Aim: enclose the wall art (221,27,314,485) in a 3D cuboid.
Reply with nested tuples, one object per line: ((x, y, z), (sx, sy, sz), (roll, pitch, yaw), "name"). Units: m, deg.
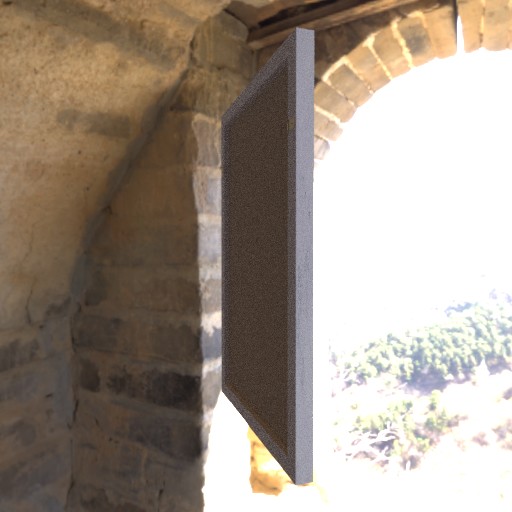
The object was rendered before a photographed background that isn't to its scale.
((0.000, 0.000, 1.185), (0.043, 0.914, 0.624), (0, 1, -18), "wall art")
